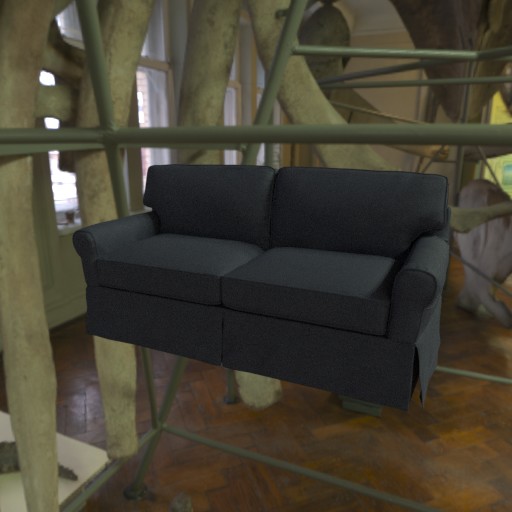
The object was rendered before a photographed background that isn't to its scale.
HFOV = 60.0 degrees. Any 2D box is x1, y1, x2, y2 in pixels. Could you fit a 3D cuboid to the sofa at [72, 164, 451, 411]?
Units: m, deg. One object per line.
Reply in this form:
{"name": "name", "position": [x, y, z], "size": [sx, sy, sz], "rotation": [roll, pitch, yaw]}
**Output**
{"name": "sofa", "position": [0.000, 0.000, 2.829], "size": [2.256, 1.094, 0.983], "rotation": [7, 17, 24]}
